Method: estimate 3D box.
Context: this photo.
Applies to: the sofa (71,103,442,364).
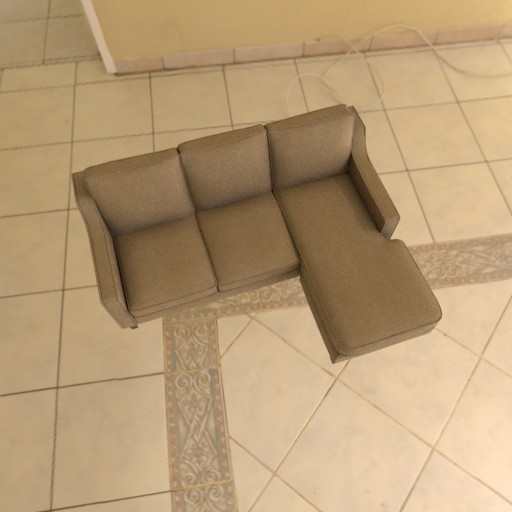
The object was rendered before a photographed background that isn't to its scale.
[{"bbox_3d":[0.000,0.000,3.396,2.317,1.081,1.858,-16,64,-8],"label":"sofa"}]
